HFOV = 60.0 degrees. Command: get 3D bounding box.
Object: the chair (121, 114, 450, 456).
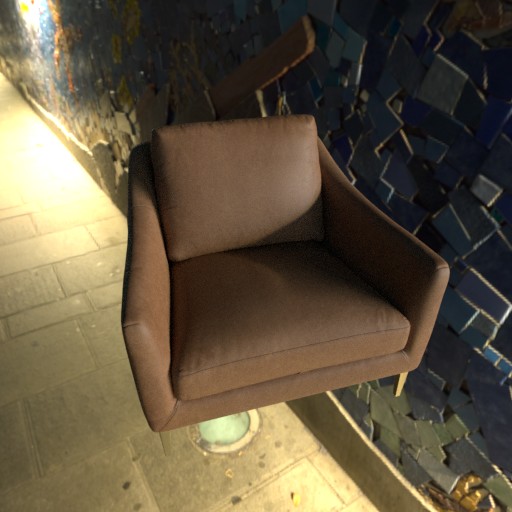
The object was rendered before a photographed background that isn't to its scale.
[{"bbox_3d":[0.000,0.000,1.685,0.988,0.895,0.963,-9,33,-14],"label":"chair"}]
